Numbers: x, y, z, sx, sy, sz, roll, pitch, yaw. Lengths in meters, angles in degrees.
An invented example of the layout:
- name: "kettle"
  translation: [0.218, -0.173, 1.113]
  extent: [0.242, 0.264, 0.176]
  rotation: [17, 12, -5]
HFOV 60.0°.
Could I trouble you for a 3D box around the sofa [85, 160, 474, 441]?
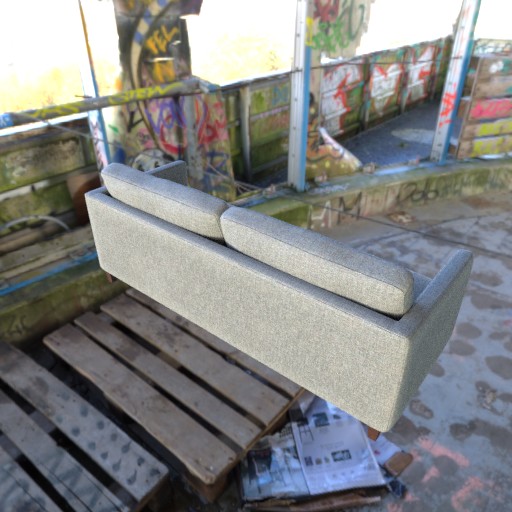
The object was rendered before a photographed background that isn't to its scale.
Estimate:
- name: "sofa"
  translation: [0.000, 0.000, 2.938]
  extent: [2.434, 0.951, 0.948]
  rotation: [23, 38, 33]
